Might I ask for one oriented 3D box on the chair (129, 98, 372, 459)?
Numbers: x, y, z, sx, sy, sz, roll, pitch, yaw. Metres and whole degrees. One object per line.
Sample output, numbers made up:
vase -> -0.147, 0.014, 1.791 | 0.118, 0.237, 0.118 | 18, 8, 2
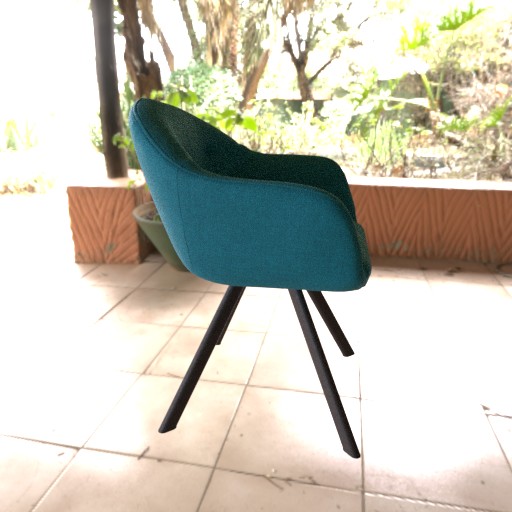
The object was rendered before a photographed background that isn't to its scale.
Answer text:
chair -> 0.000, 0.000, 1.149 | 0.565, 0.775, 0.545 | 3, 18, 10
